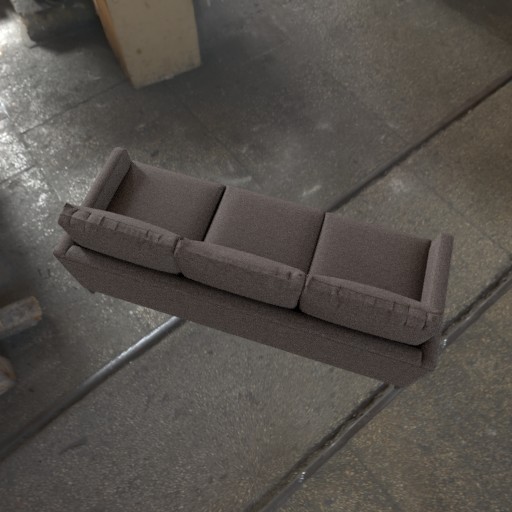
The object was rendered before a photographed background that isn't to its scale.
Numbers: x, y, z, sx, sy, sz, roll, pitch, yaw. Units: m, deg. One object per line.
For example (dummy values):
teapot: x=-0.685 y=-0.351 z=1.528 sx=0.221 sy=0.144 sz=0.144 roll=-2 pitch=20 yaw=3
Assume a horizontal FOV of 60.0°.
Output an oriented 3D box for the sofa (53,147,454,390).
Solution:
sofa: x=0.000 y=0.000 z=2.772 sx=2.253 sy=0.882 sz=0.876 roll=16 pitch=64 yaw=8
